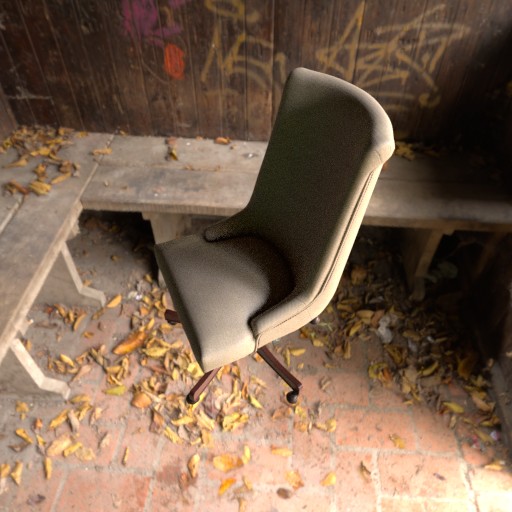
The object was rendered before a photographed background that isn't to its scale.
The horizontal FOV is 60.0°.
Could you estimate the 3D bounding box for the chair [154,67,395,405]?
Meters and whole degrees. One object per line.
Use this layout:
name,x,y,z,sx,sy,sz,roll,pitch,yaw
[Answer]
chair,0.000,0.000,1.473,0.696,1.010,0.645,-18,49,-16
